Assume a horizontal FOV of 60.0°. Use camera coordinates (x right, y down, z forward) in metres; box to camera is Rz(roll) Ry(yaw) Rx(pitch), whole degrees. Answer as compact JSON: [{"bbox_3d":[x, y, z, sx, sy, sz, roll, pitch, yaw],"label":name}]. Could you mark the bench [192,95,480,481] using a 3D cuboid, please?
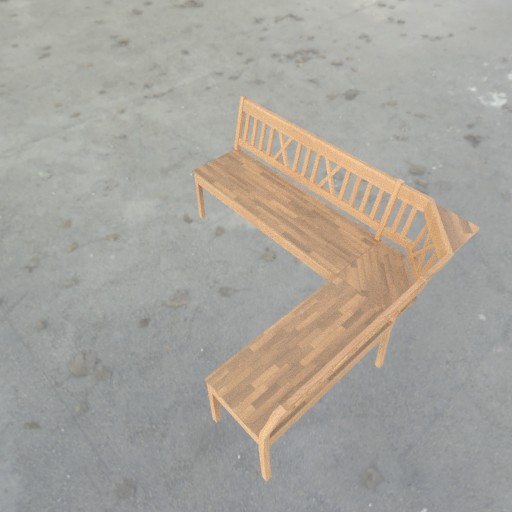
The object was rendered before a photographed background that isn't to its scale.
[{"bbox_3d":[0.000,0.000,2.807,1.537,0.902,1.937,-34,56,-27],"label":"bench"}]
